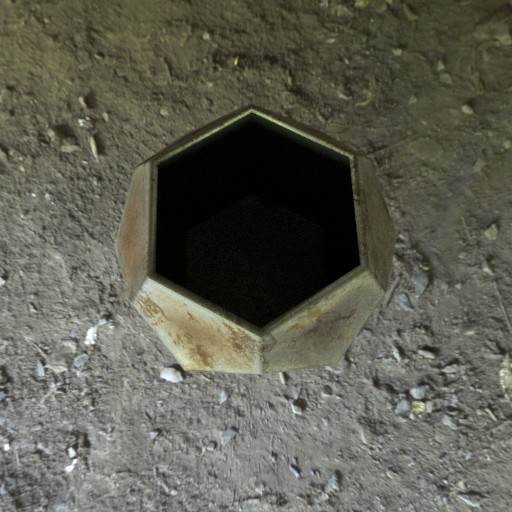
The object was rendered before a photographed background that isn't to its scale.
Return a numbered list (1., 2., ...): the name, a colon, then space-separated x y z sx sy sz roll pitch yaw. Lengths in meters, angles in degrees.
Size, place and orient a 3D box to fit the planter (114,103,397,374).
1. planter: 0.000 0.000 0.429 0.243 0.238 0.221 -2 75 -1
